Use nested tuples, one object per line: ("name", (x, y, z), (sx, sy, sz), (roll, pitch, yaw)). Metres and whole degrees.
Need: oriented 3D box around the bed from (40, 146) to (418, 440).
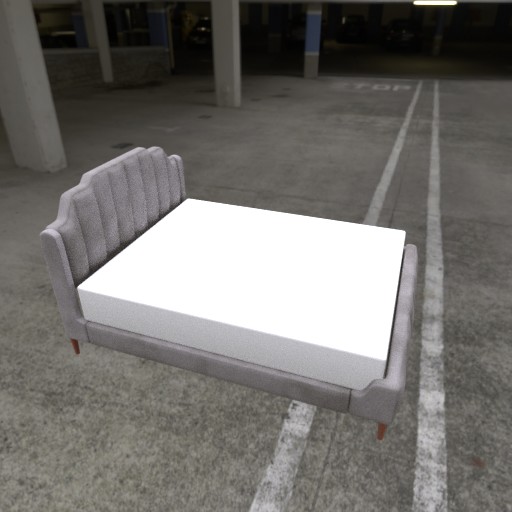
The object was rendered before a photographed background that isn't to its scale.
("bed", (0.000, 0.000, 3.336), (2.340, 1.245, 1.676), (10, 32, 17))
